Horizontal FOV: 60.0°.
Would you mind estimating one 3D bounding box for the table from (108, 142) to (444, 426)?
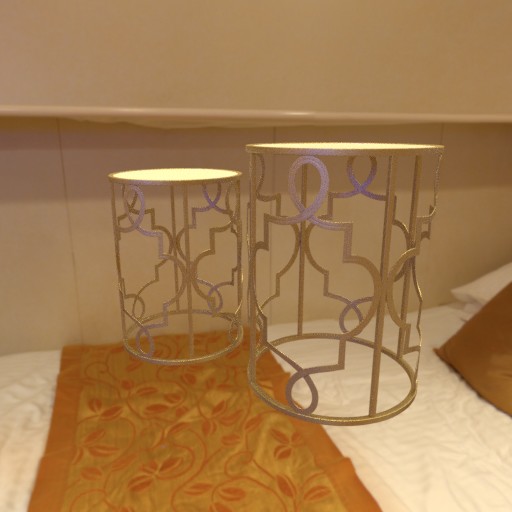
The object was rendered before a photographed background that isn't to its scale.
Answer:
[{"bbox_3d":[0.000,0.000,1.149,0.846,0.564,0.420,8,18,27],"label":"table"}]
